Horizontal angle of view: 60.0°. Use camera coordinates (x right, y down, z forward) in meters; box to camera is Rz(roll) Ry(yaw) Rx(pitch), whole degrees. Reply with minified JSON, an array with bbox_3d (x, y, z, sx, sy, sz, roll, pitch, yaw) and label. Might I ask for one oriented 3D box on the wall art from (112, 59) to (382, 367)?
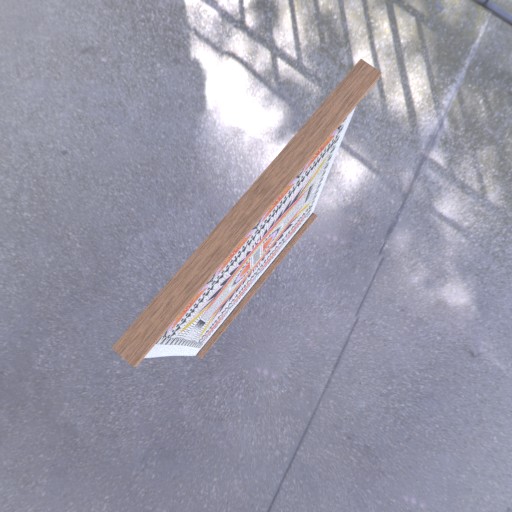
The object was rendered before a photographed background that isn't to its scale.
[{"bbox_3d":[0.000,0.000,0.708,0.028,0.527,0.403,38,80,8],"label":"wall art"}]
